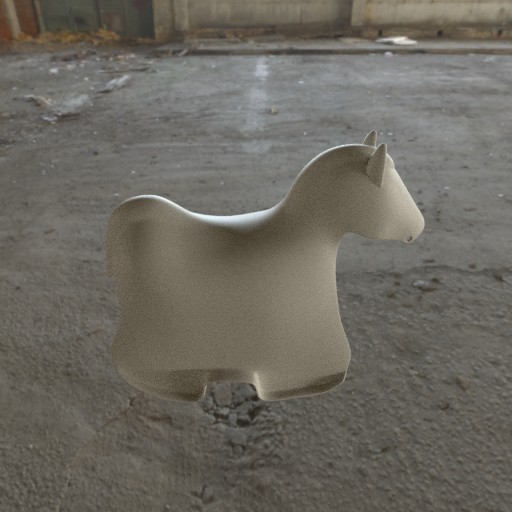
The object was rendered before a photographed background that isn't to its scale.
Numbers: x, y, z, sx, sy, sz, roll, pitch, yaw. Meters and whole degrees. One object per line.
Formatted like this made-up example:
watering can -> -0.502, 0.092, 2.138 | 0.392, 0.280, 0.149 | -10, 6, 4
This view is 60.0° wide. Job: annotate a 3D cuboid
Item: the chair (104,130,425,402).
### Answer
chair -> 0.000, 0.000, 1.127 | 0.800, 0.612, 0.429 | 1, 31, 1
